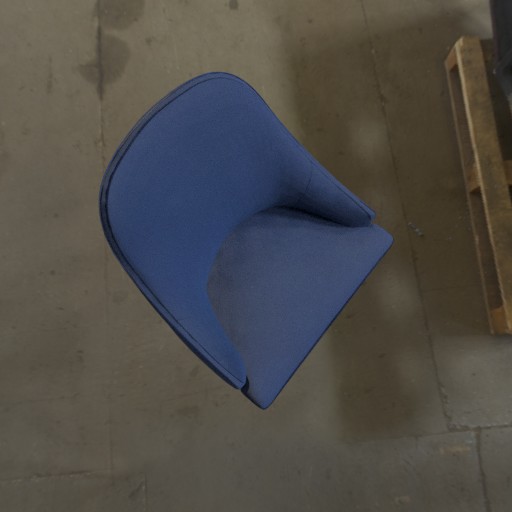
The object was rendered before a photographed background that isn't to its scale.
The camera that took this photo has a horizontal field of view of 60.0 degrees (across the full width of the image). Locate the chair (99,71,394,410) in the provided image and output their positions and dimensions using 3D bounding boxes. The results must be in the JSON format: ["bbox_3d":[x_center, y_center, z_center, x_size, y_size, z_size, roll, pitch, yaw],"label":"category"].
[{"bbox_3d":[0.000,0.000,1.251,0.575,0.889,0.643,38,79,9],"label":"chair"}]
